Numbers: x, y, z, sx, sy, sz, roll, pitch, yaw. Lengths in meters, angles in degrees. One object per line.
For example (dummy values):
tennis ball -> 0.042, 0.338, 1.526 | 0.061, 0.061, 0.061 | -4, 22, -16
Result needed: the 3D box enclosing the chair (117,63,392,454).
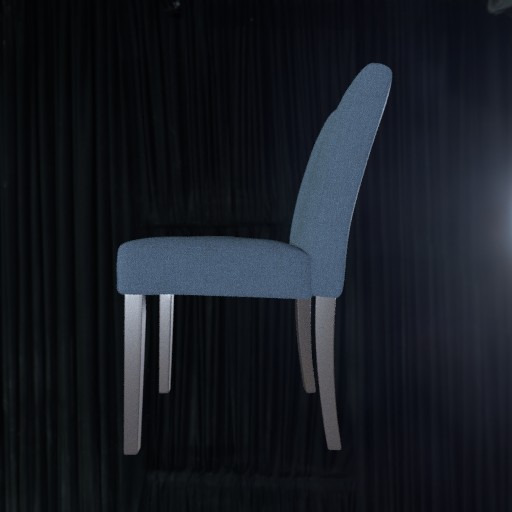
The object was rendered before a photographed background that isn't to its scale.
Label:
chair -> 0.000, 0.000, 1.206 | 0.629, 0.882, 0.487 | 0, 2, -1
